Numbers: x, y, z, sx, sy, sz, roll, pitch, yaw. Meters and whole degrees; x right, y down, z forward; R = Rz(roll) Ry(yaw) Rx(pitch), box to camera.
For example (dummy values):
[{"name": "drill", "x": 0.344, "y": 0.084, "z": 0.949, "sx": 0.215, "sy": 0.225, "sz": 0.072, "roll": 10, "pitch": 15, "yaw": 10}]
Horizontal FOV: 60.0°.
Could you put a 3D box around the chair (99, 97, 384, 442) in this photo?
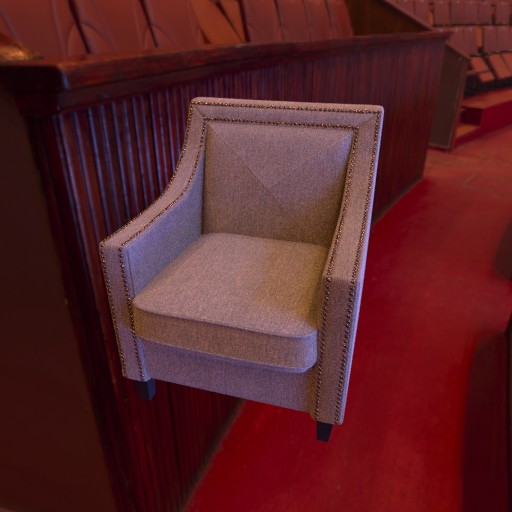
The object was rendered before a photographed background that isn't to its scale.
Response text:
[{"name": "chair", "x": 0.000, "y": 0.000, "z": 1.626, "sx": 0.776, "sy": 0.967, "sz": 0.884, "roll": 8, "pitch": 29, "yaw": 14}]
